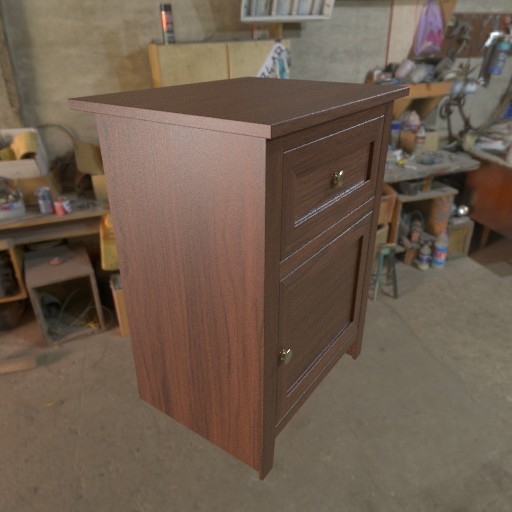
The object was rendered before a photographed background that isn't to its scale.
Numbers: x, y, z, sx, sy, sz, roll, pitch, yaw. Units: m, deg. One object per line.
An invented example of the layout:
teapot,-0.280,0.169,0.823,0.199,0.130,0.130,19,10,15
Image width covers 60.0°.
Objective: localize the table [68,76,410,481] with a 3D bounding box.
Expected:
table,0.000,0.000,0.910,0.381,0.636,0.480,18,32,31
